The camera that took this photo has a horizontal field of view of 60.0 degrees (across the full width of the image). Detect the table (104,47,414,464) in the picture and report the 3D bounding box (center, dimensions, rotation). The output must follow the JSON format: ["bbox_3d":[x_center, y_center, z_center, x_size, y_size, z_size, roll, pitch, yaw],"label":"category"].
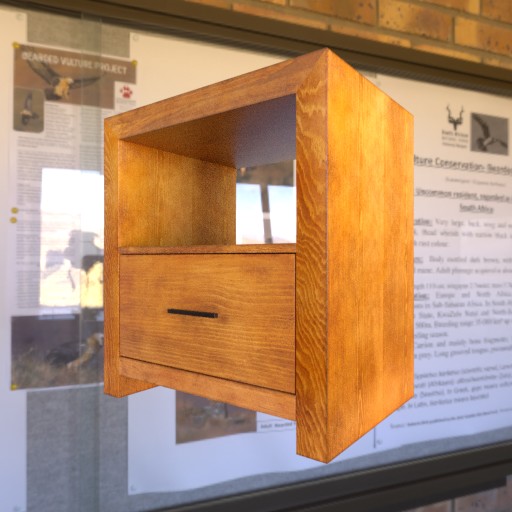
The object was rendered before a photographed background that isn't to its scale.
[{"bbox_3d":[0.000,0.000,0.961,0.550,0.605,0.400,0,0,37],"label":"table"}]
